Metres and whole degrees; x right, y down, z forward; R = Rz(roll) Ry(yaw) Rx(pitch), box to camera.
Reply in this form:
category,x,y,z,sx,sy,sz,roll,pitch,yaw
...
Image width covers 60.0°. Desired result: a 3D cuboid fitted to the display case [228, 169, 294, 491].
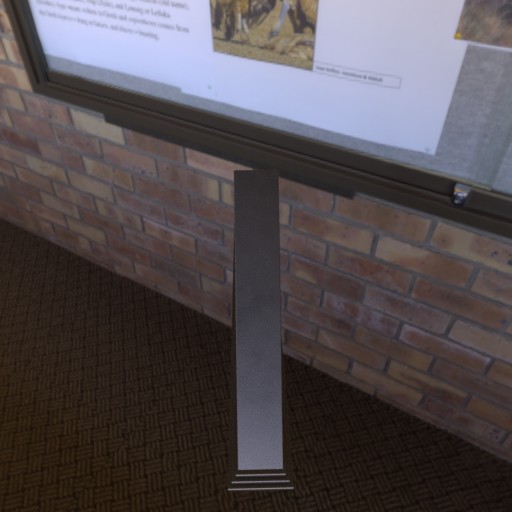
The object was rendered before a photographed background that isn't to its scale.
category,x,y,z,sx,sy,sz,roll,pitch,yaw
display case,0.000,0.000,0.767,0.095,0.340,0.640,-1,42,-1
